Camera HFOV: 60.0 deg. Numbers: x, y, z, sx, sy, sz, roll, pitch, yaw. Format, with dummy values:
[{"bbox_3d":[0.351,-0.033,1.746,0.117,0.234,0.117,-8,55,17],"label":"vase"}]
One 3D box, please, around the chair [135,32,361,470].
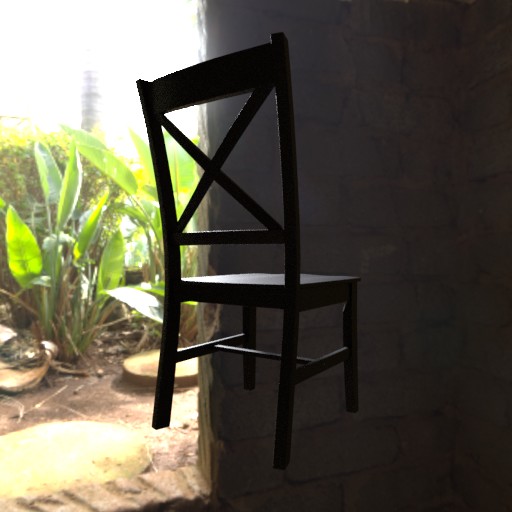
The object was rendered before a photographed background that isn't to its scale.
[{"bbox_3d":[0.000,0.000,1.311,0.485,0.983,0.542,0,0,35],"label":"chair"}]
